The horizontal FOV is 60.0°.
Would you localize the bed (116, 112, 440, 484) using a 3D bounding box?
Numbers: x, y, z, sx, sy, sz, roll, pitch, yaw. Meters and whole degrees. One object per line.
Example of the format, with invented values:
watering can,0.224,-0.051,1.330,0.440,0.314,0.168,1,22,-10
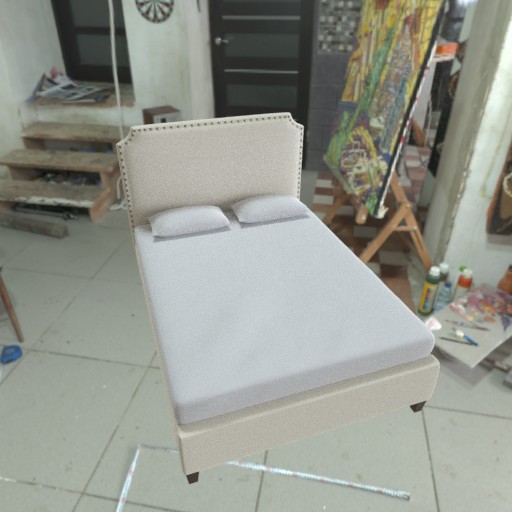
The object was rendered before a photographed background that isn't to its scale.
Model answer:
bed,0.000,0.000,3.369,1.712,1.497,2.372,-10,34,-16
